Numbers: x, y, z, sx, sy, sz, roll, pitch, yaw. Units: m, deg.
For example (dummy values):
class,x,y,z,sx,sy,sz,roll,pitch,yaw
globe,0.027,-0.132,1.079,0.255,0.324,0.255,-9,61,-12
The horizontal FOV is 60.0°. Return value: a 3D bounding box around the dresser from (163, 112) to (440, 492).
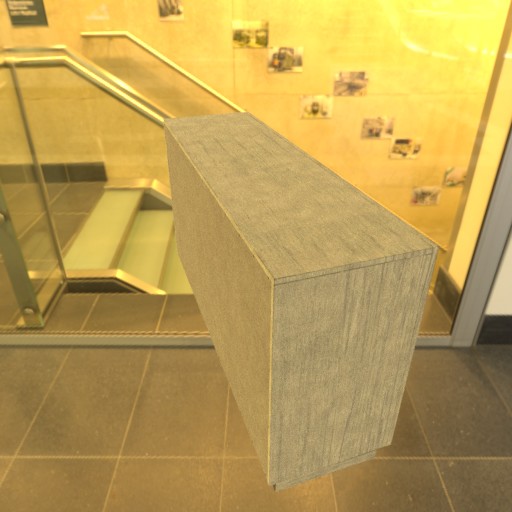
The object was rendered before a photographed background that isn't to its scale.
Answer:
class,x,y,z,sx,sy,sz,roll,pitch,yaw
dresser,0.000,0.000,2.015,0.483,0.889,1.628,-10,33,-17
